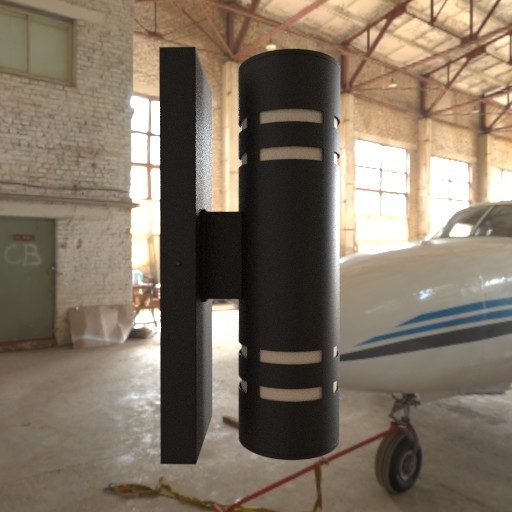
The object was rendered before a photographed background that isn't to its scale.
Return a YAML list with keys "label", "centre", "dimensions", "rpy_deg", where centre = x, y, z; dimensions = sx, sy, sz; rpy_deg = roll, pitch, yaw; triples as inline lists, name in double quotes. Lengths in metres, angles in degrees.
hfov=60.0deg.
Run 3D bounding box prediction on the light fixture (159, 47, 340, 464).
- label: "light fixture"
  centre: [0.000, 0.000, 0.400]
  dimensions: [0.149, 0.330, 0.105]
  rpy_deg: [0, 1, 1]
